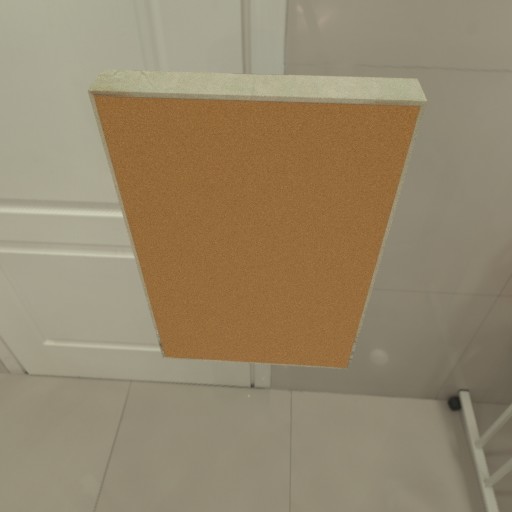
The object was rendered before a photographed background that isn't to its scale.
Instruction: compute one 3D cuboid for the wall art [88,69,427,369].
[{"bbox_3d":[0.000,0.000,0.480,0.254,0.381,0.038,3,46,3],"label":"wall art"}]
